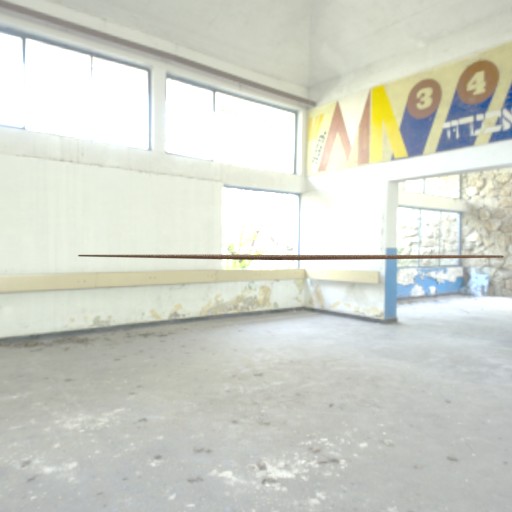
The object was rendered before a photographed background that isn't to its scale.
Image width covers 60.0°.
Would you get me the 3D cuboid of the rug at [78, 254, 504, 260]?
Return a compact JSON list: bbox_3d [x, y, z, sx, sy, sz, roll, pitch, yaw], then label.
[{"bbox_3d":[0.000,0.000,2.212,1.219,0.010,1.829,0,0,-37],"label":"rug"}]
